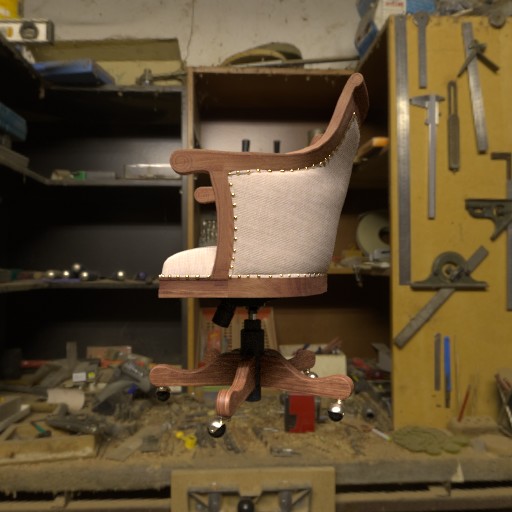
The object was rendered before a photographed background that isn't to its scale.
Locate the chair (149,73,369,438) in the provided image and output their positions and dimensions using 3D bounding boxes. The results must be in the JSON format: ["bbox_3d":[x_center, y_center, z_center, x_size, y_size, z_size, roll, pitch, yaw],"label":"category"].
[{"bbox_3d":[0.000,0.000,1.457,0.689,0.965,0.656,0,0,-2],"label":"chair"}]
